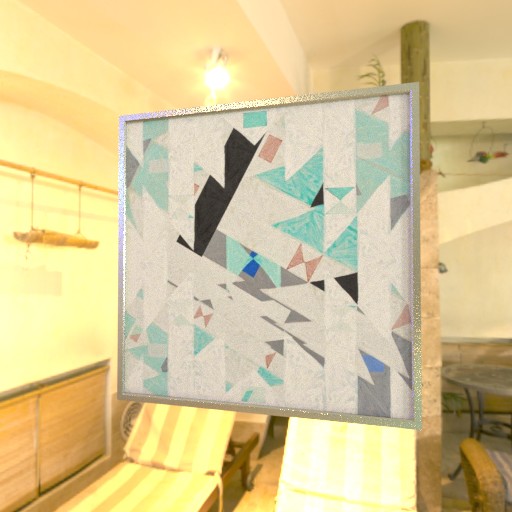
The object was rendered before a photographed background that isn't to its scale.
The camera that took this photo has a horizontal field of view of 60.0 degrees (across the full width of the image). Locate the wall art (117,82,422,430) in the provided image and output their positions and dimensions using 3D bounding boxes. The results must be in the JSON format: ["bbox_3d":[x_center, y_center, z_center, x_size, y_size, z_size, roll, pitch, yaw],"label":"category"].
[{"bbox_3d":[0.000,0.000,1.160,0.806,0.806,0.038,0,-1,17],"label":"wall art"}]
